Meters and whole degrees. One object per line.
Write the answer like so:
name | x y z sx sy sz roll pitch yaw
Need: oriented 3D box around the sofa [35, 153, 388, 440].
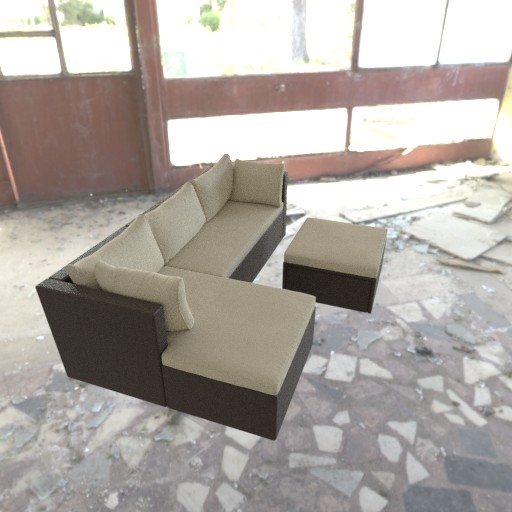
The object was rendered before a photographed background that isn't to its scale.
sofa | 0.000 0.000 3.039 1.612 0.766 2.192 10 31 17
